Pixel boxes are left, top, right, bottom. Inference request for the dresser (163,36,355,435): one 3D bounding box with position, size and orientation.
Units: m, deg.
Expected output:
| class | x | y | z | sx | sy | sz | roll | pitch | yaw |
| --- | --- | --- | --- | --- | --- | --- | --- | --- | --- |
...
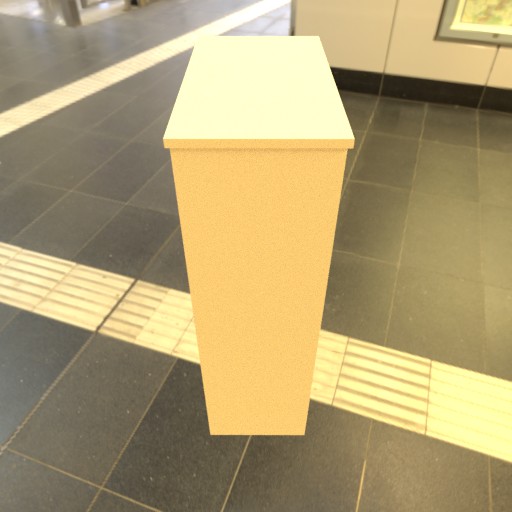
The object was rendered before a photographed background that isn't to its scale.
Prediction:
| class | x | y | z | sx | sy | sz | roll | pitch | yaw |
| --- | --- | --- | --- | --- | --- | --- | --- | --- | --- |
| dresser | 0.000 | 0.000 | 1.570 | 0.399 | 1.255 | 0.704 | 0 | 42 | 0 |
